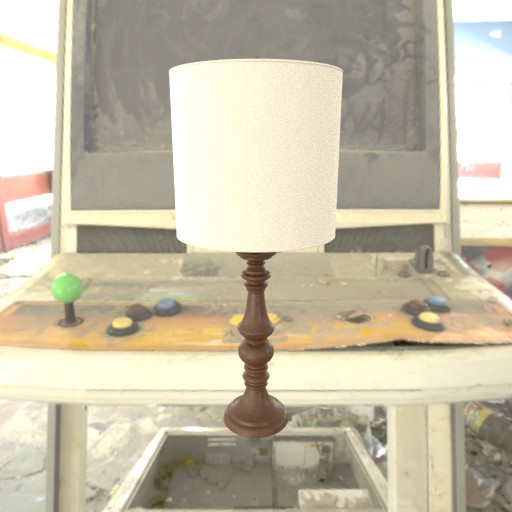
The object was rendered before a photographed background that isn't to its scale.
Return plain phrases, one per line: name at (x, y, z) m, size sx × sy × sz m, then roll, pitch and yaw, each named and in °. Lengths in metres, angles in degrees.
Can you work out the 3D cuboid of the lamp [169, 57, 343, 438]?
lamp at (0.000, 0.000, 0.719) m, size 0.250 × 0.597 × 0.250 m, roll 7°, pitch 16°, yaw 26°
